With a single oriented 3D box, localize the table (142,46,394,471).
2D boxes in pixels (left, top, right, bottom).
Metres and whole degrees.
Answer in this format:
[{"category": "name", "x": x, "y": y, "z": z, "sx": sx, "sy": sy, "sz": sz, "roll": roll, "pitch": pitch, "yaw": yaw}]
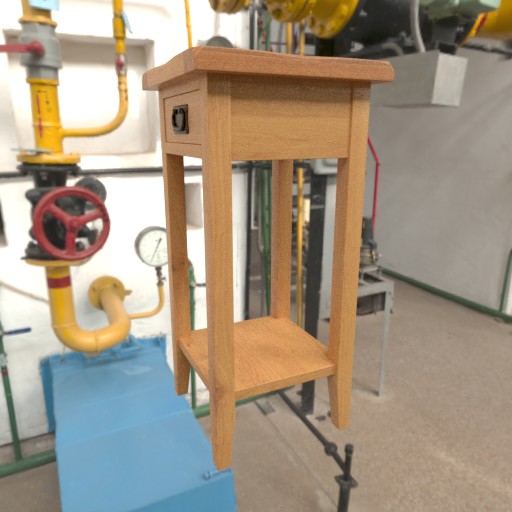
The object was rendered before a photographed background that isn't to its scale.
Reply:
[{"category": "table", "x": 0.000, "y": 0.000, "z": 0.943, "sx": 0.360, "sy": 0.740, "sz": 0.360, "roll": -7, "pitch": 17, "yaw": -24}]
